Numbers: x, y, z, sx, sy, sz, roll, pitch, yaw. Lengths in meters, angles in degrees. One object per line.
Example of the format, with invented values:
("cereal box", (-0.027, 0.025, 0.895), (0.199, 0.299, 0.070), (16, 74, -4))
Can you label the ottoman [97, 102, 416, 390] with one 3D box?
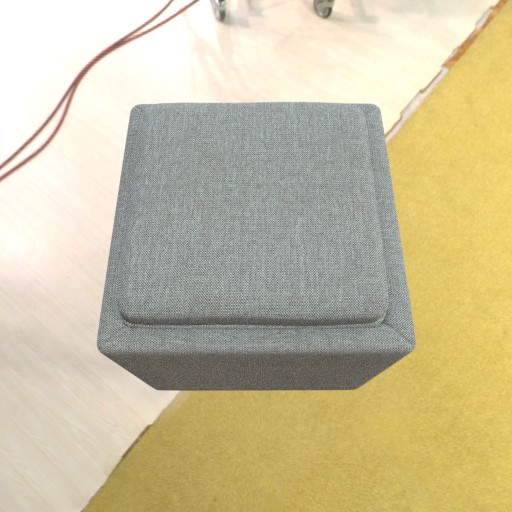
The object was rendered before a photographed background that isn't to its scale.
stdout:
("ottoman", (0.000, 0.000, 0.857), (0.450, 0.460, 0.450), (0, 66, 0))
